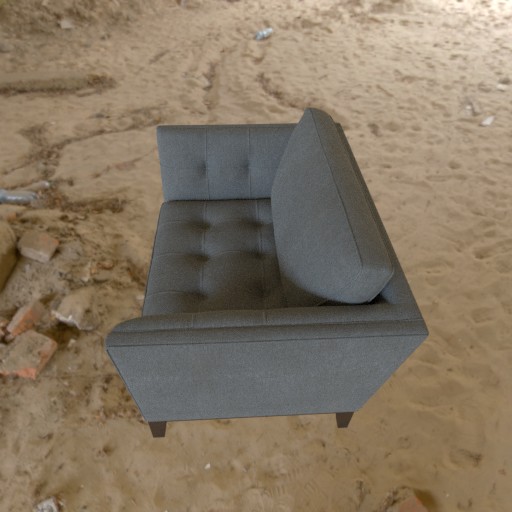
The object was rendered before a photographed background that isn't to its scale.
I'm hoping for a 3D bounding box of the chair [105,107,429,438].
[{"bbox_3d":[0.000,0.000,2.006,0.965,0.942,1.396,-2,43,-2],"label":"chair"}]
